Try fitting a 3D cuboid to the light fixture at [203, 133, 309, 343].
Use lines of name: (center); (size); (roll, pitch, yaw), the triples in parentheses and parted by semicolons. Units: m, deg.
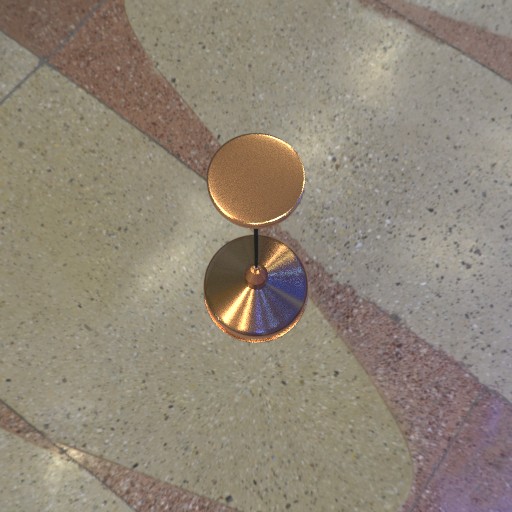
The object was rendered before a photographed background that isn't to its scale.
light fixture: (0.000, 0.000, 0.913); (0.301, 0.754, 0.301); (38, 78, 9)
